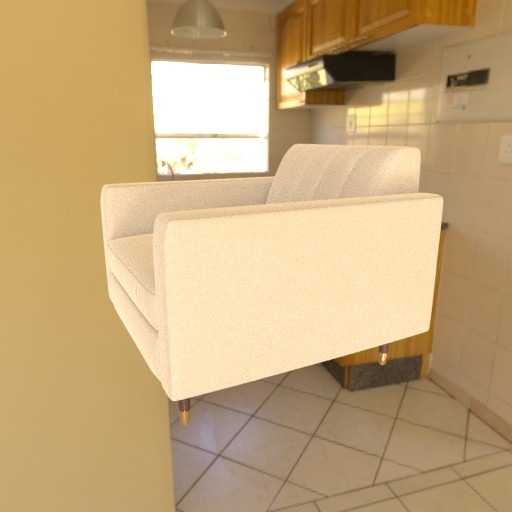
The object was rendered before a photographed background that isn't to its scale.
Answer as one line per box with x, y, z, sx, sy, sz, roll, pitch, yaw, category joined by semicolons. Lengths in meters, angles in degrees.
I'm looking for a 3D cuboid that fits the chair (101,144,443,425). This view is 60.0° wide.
0.000;0.000;1.697;0.998;0.819;0.953;-8;17;-27;chair
